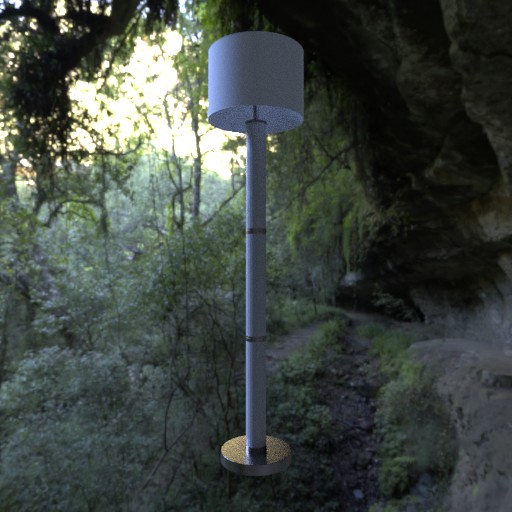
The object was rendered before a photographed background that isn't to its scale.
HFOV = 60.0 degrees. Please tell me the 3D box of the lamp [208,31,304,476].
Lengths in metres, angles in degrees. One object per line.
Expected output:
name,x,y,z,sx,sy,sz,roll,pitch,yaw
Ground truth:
lamp,0.000,0.000,1.751,0.377,1.599,0.377,0,0,-36
